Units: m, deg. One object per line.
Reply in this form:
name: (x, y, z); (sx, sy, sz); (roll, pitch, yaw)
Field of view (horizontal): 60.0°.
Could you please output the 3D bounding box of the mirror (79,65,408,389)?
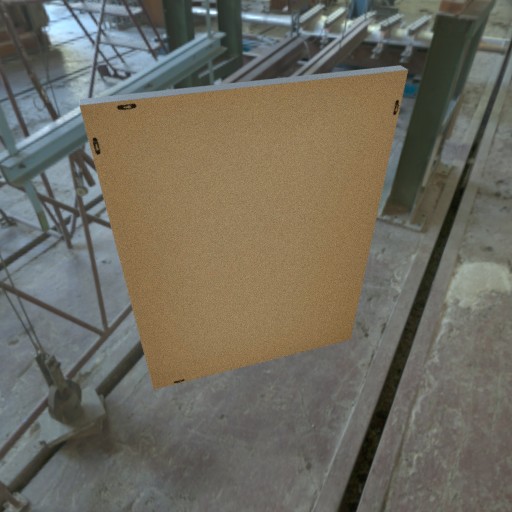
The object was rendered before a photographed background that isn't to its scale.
mirror: (0.000, 0.000, 1.327); (0.762, 1.016, 0.040); (-11, 41, -13)
